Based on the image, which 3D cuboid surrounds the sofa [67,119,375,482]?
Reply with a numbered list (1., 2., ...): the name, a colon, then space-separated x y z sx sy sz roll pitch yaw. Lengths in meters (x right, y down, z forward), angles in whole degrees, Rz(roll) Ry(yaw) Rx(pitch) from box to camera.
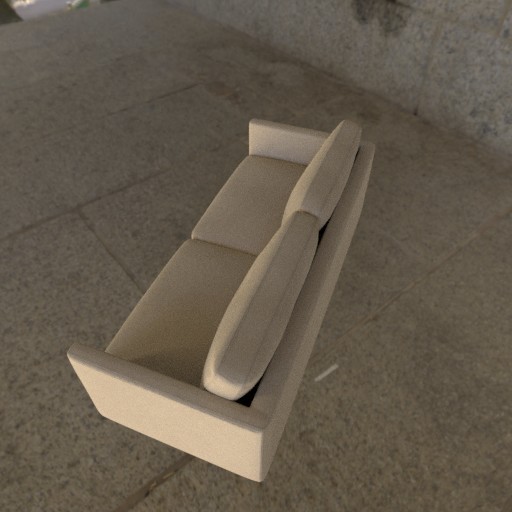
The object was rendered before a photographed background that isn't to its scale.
1. sofa: 0.000 0.000 2.656 0.948 0.932 2.181 16 48 15
